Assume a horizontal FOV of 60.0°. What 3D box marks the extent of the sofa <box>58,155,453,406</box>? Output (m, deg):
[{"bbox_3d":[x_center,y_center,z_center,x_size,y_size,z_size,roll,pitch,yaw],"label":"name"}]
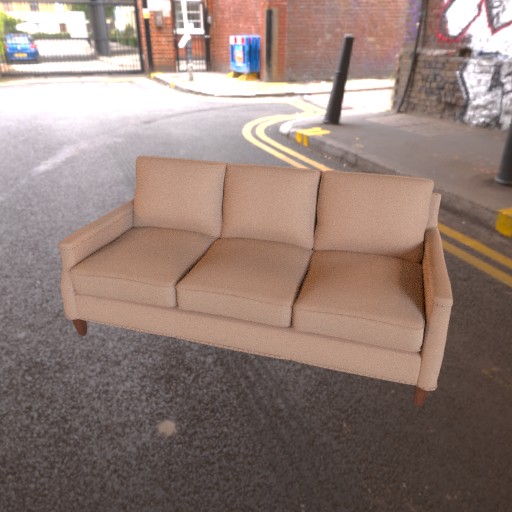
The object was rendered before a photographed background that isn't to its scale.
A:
[{"bbox_3d":[0.000,0.000,2.833,2.246,1.003,1.084,8,27,15],"label":"sofa"}]
